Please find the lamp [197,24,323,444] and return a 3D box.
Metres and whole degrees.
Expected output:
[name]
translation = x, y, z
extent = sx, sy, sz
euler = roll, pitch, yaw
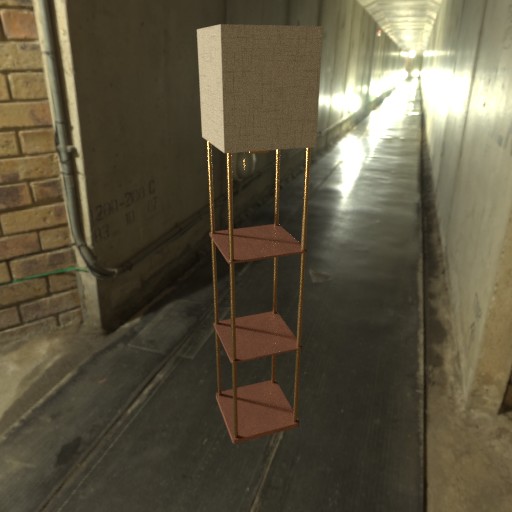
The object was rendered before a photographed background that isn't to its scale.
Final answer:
[lamp]
translation = 0.000, 0.000, 1.713
extent = 0.310, 1.569, 0.308
euler = -8, 26, -17
